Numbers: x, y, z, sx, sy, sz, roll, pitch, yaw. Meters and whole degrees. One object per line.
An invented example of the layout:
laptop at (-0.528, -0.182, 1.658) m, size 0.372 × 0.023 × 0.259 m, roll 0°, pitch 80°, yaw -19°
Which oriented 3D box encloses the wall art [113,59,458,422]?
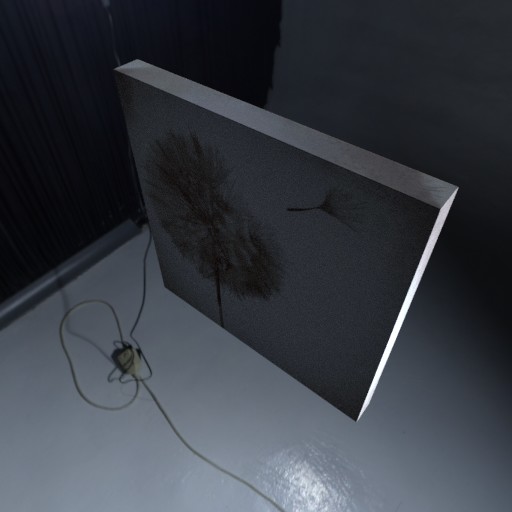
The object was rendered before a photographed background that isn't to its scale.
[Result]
wall art at (0.000, 0.000, 0.445) m, size 0.303 × 0.303 × 0.028 m, roll 30°, pitch 54°, yaw 26°
